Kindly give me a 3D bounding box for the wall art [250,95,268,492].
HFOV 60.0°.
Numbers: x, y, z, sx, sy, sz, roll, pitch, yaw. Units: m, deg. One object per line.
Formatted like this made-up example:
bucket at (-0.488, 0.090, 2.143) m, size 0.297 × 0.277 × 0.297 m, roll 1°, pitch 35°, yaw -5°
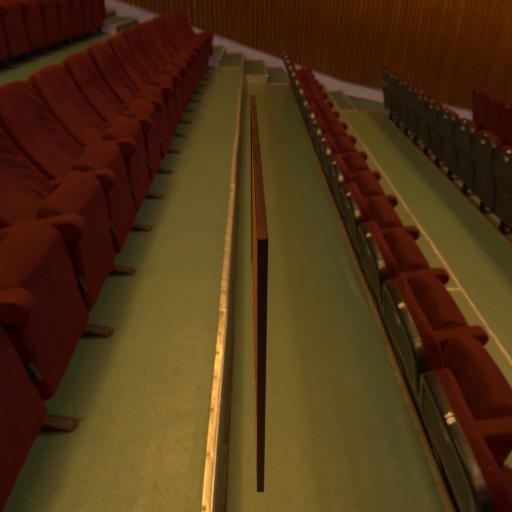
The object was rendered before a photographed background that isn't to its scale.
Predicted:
wall art at (0.000, 0.000, 1.048) m, size 0.014 × 0.559 × 0.816 m, roll -1°, pitch 32°, yaw -1°
